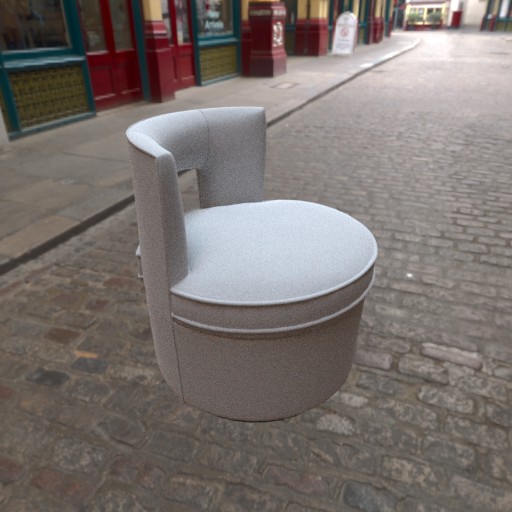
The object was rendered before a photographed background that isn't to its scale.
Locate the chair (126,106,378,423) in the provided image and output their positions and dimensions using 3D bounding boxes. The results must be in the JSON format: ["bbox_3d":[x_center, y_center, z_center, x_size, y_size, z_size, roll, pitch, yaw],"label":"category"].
[{"bbox_3d":[0.000,0.000,1.258,0.665,0.723,0.650,10,29,19],"label":"chair"}]
